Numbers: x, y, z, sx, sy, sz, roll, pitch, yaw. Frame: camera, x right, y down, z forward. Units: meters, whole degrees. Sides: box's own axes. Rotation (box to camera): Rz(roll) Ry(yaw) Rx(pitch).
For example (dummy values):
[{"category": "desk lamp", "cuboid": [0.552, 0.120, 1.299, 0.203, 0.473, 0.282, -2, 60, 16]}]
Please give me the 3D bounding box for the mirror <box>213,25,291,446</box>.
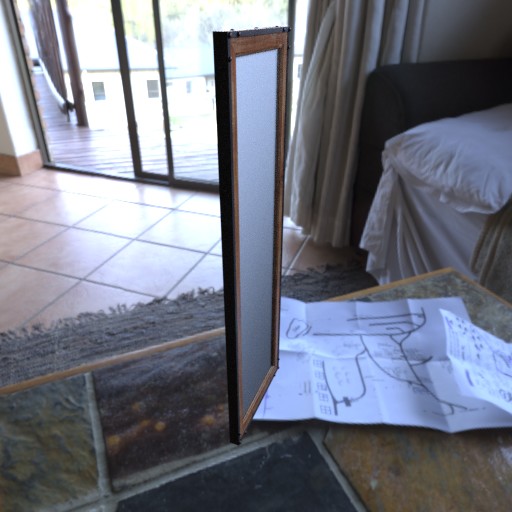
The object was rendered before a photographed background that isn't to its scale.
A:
[{"category": "mirror", "cuboid": [0.000, 0.000, 1.177, 0.042, 1.080, 0.354, 11, 31, 19]}]
